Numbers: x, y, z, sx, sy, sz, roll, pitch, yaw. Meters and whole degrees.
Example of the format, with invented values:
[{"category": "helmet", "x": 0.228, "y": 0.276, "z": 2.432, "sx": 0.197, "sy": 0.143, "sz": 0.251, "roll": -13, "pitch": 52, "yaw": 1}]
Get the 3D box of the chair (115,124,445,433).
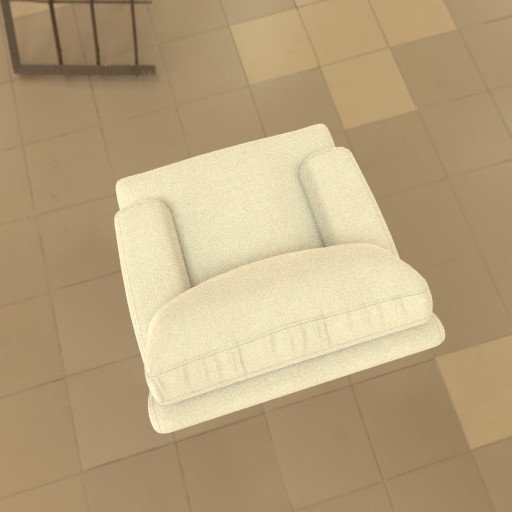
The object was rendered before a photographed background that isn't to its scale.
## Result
[{"category": "chair", "x": 0.000, "y": 0.000, "z": 1.954, "sx": 1.140, "sy": 0.930, "sz": 1.158, "roll": -17, "pitch": 75, "yaw": -4}]
